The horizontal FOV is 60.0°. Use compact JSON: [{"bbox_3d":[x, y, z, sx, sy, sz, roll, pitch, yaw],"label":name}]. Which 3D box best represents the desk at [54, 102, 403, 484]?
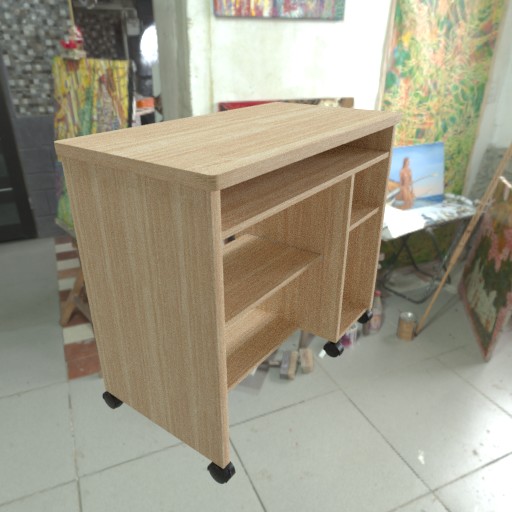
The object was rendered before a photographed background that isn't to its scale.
[{"bbox_3d":[0.000,0.000,1.336,0.480,0.770,0.884,18,31,32],"label":"desk"}]
